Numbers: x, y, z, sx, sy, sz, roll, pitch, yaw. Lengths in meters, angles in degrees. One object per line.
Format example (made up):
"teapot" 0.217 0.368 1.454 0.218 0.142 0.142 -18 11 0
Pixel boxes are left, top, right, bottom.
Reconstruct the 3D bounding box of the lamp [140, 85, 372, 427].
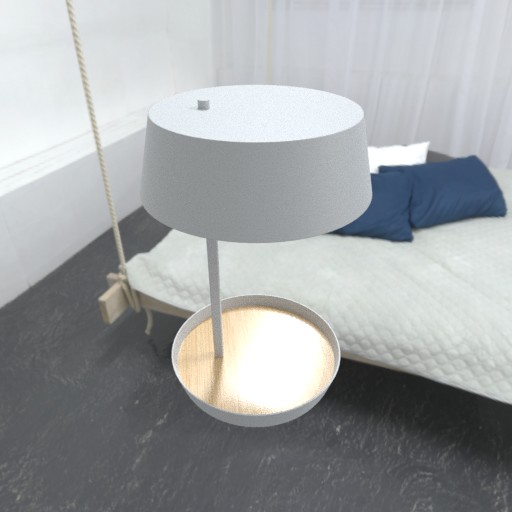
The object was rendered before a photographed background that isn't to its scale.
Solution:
"lamp" 0.000 0.000 0.627 0.291 0.429 0.291 0 33 0
